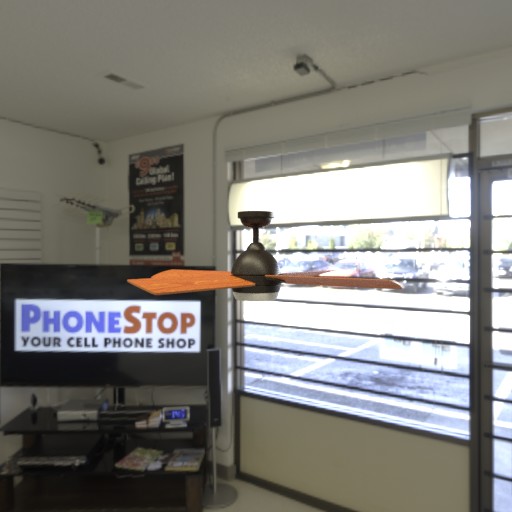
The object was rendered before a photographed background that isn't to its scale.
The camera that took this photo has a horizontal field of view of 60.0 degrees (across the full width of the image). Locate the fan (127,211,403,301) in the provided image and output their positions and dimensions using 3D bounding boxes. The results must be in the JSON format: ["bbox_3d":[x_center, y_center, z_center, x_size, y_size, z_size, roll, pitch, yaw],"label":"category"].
[{"bbox_3d":[0.000,0.000,2.050,1.332,0.403,1.332,0,1,37],"label":"fan"}]
